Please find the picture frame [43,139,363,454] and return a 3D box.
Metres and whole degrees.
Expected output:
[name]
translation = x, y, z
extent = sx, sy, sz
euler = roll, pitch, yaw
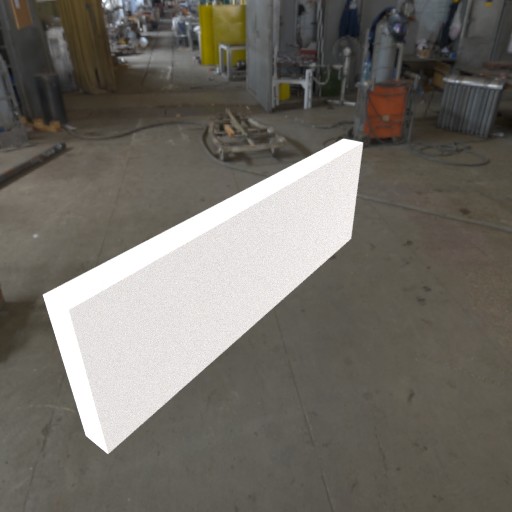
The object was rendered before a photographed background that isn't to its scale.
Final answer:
[picture frame]
translation = 0.000, 0.000, 0.821
extent = 0.050, 0.250, 0.759
euler = 21, 37, 30
